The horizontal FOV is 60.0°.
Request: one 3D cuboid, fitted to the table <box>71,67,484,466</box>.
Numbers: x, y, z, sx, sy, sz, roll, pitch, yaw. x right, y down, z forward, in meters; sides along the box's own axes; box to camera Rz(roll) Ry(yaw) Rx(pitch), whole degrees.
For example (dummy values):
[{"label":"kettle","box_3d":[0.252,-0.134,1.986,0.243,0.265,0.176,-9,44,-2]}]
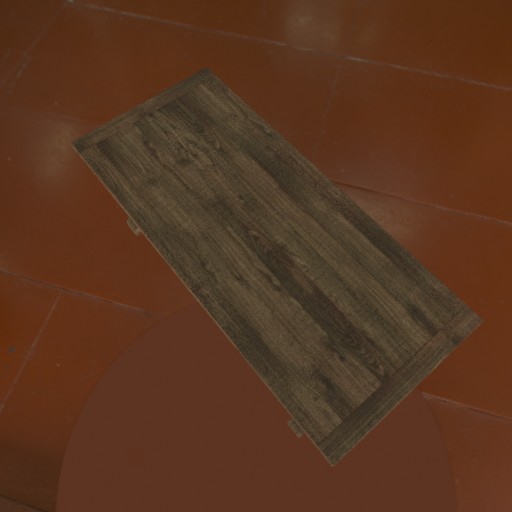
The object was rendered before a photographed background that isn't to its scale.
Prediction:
[{"label":"table","box_3d":[0.000,0.000,2.483,0.907,0.733,2.031,-36,69,-16]}]
